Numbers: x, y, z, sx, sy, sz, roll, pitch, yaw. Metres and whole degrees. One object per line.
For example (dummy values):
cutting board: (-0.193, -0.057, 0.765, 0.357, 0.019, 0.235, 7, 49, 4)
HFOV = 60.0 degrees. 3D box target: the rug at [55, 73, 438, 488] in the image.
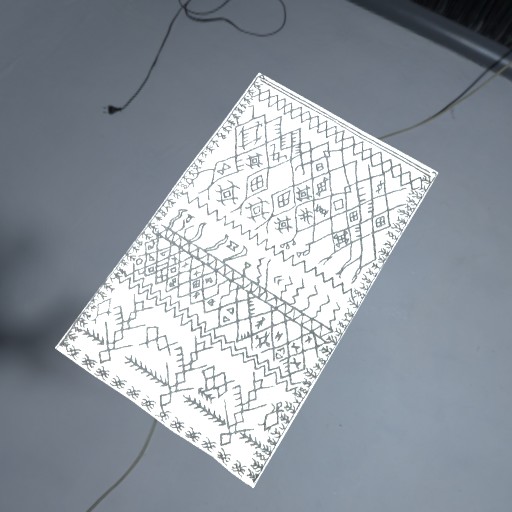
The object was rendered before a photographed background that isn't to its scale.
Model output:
rug: (0.000, 0.000, 3.021, 1.530, 0.012, 2.444, 32, 78, 8)
